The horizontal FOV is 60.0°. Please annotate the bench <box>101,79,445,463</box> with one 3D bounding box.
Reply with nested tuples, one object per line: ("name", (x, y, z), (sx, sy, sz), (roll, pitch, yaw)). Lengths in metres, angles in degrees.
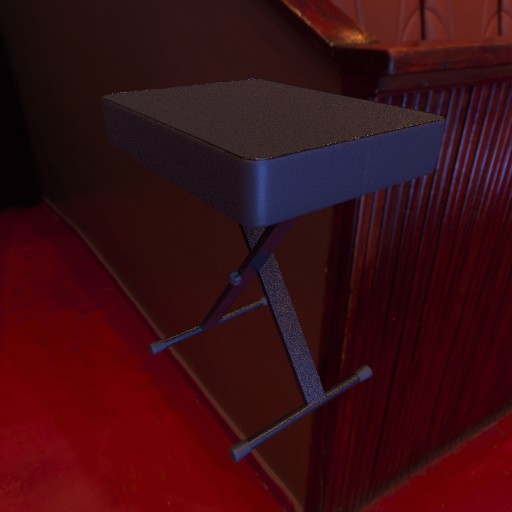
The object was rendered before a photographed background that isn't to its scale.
("bench", (0.000, 0.000, 0.761), (0.321, 0.500, 0.424), (-20, 35, -31))
